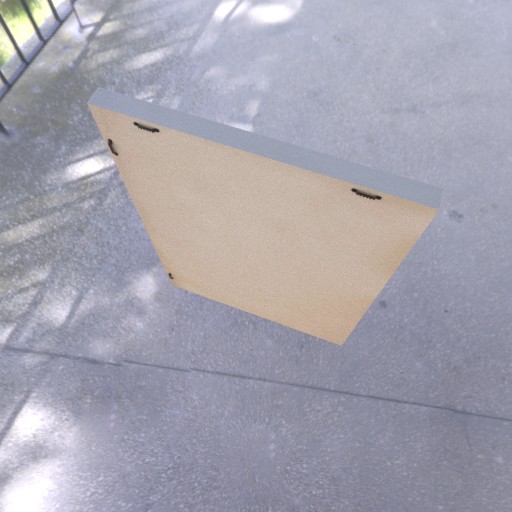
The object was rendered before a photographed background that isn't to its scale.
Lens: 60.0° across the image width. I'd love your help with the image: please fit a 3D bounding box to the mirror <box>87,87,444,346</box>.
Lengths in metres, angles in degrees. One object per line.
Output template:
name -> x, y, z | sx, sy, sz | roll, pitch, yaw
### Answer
mirror -> 0.000, 0.000, 0.925 | 0.507, 0.710, 0.039 | 19, 66, 9
